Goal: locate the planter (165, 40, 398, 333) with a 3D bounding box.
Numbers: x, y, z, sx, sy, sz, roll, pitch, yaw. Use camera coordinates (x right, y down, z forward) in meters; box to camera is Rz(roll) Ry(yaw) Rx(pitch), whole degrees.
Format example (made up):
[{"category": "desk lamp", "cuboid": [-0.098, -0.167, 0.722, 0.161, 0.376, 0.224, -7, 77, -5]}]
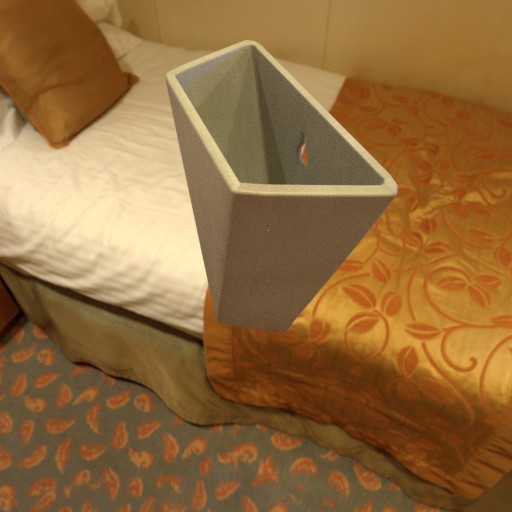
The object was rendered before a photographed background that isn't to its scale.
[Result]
[{"category": "planter", "cuboid": [0.000, 0.000, 0.274, 0.060, 0.197, 0.150, -17, 50, -15]}]
